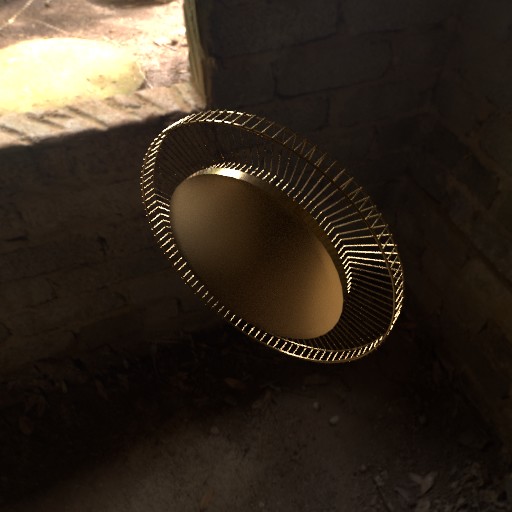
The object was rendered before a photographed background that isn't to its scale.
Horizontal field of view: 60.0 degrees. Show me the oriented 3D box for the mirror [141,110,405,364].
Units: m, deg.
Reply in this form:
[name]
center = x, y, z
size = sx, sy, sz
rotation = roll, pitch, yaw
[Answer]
[mirror]
center = 0.000, 0.000, 1.067
size = 0.703, 0.703, 0.067
rotation = 26, 52, 22
